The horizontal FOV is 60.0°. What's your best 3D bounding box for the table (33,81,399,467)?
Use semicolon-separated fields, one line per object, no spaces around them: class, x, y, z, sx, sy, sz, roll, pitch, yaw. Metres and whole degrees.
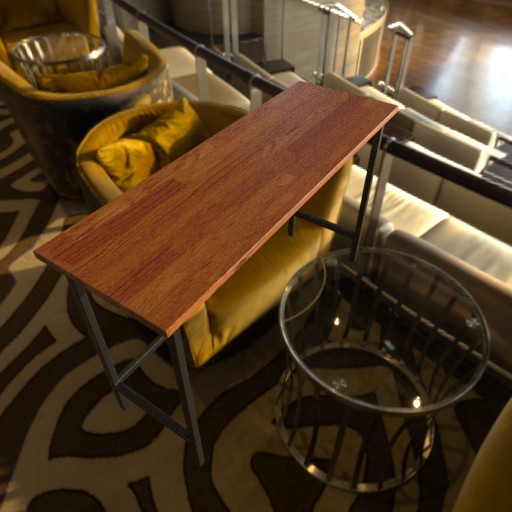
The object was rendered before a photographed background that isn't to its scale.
table;0.000;0.000;1.536;0.408;0.740;1.204;25;48;24
